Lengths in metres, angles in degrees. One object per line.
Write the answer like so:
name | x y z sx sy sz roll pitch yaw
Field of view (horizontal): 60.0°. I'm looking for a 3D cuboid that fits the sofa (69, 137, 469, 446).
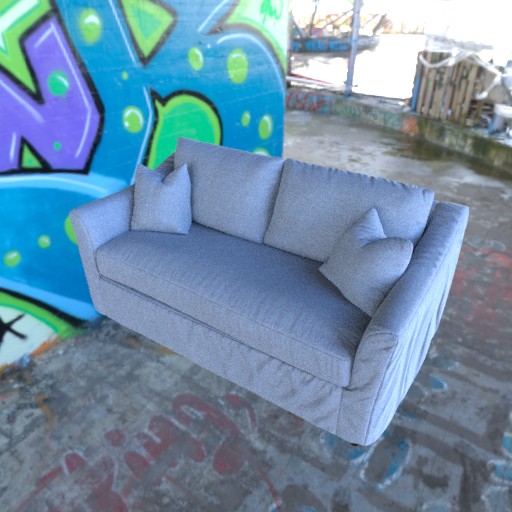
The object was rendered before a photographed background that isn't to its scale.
sofa | 0.000 0.000 2.588 2.010 1.018 1.072 19 34 30
